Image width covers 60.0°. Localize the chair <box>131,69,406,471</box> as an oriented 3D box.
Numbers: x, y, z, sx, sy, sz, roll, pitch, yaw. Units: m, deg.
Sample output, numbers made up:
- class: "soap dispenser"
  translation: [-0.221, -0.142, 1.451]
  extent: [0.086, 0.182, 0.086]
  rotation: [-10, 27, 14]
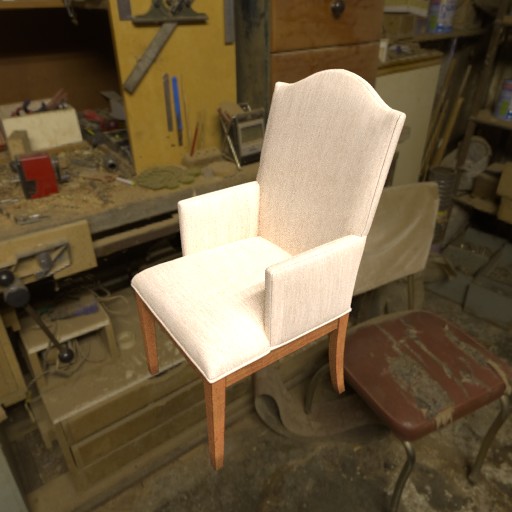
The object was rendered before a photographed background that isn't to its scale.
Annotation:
- class: "chair"
  translation: [0.000, 0.000, 1.360]
  extent: [0.641, 1.016, 0.533]
  rotation: [-20, 37, -29]
